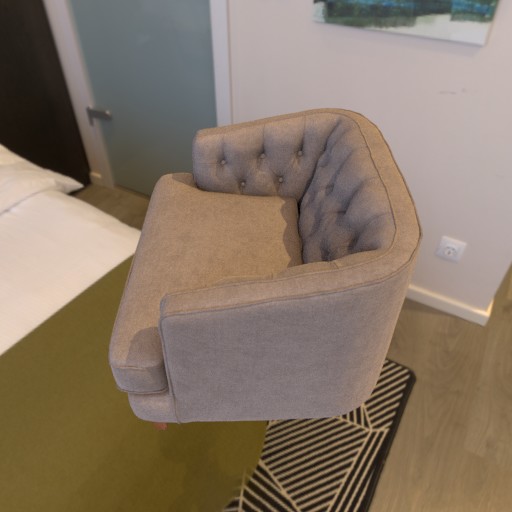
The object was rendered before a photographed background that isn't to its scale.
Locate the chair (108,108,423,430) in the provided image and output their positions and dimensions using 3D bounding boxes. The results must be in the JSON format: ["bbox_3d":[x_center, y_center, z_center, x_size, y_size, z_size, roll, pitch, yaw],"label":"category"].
[{"bbox_3d":[0.000,0.000,1.740,0.941,0.852,1.104,0,42,0],"label":"chair"}]
